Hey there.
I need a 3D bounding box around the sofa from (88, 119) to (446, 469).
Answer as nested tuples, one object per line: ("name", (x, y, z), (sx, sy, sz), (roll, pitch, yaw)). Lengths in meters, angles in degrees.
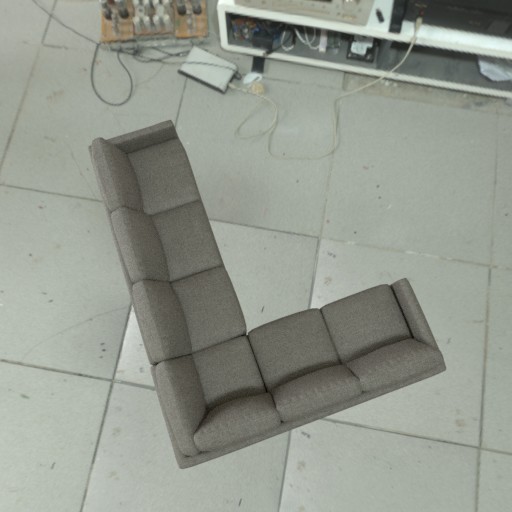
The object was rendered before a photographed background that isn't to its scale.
("sofa", (0.000, 0.000, 4.515), (2.593, 0.947, 3.302), (-19, 77, -4))
